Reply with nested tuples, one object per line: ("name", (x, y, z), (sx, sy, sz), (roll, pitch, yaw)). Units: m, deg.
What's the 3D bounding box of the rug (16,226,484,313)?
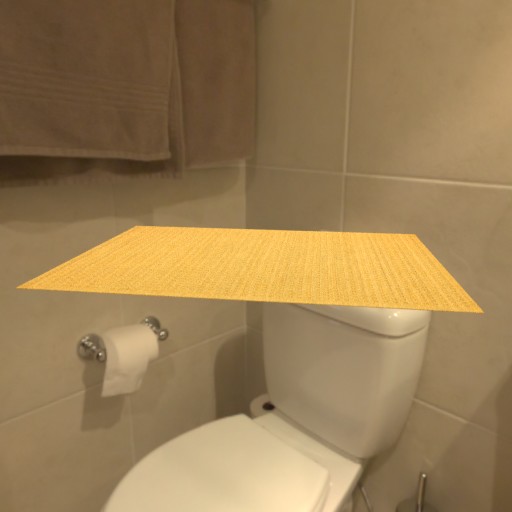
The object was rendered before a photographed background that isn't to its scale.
("rug", (0.000, 0.000, 3.651), (2.895, 0.006, 1.981), (2, 16, 8))
